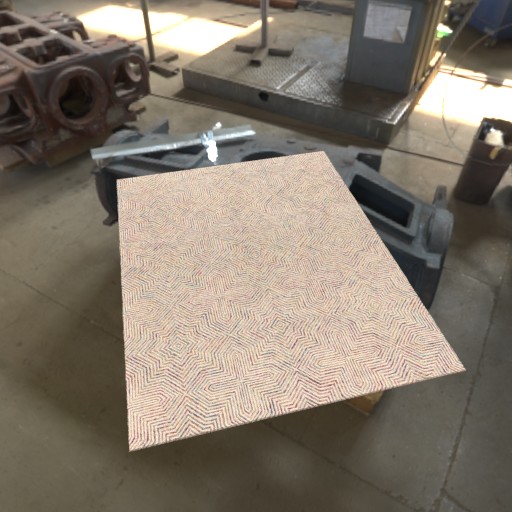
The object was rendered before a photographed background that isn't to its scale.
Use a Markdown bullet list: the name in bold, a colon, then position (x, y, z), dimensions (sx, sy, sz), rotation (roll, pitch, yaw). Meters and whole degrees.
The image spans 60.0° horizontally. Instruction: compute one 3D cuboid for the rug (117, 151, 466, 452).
- **rug**: position (0.000, 0.000, 4.100), dimensions (2.442, 0.008, 3.046), rotation (-10, 46, -10)
